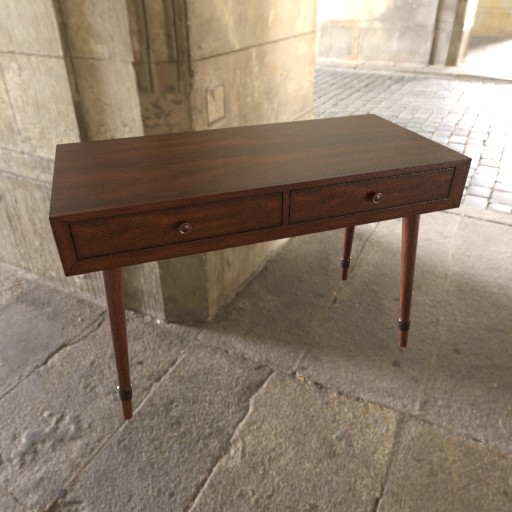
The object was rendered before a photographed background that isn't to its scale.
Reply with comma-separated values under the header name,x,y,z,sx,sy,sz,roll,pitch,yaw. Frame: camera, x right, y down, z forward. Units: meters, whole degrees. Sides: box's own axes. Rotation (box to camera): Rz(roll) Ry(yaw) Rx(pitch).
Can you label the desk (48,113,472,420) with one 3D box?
name,x,y,z,sx,sy,sz,roll,pitch,yaw
desk,0.000,0.000,2.118,1.577,1.031,0.734,-10,34,-16
